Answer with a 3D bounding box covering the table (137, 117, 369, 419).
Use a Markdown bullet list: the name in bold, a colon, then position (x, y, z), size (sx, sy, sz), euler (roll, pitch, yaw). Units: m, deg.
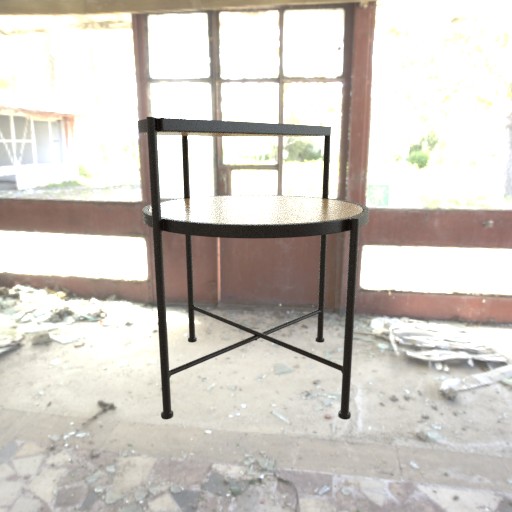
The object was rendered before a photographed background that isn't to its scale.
- **table**: position (0.000, 0.000, 1.185), size (0.629, 0.684, 0.628), euler (-13, 19, -43)
